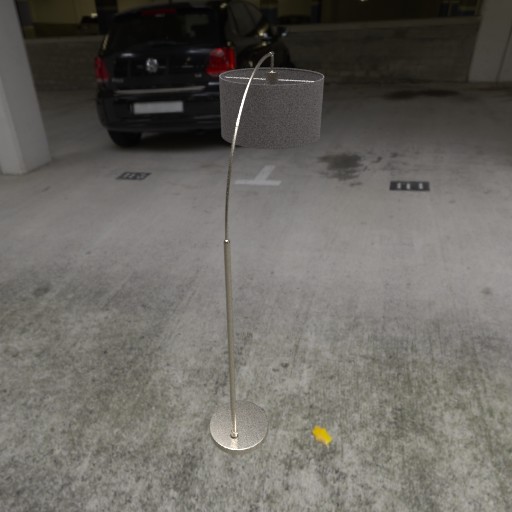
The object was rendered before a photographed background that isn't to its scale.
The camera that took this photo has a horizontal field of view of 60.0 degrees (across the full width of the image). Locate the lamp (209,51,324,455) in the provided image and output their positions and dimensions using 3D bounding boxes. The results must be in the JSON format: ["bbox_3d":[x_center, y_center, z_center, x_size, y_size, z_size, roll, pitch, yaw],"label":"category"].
[{"bbox_3d":[0.000,0.000,2.120,0.452,1.735,0.934,8,32,14],"label":"lamp"}]
